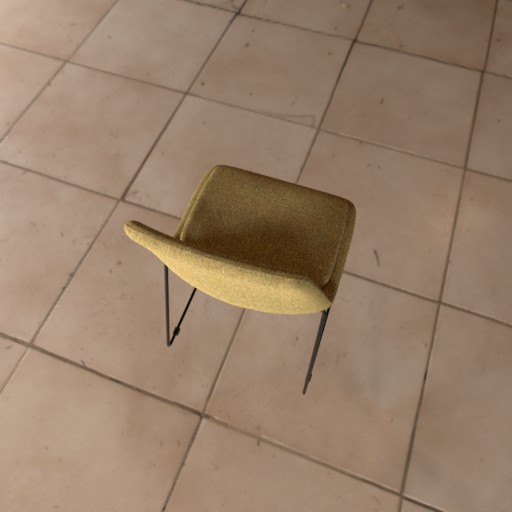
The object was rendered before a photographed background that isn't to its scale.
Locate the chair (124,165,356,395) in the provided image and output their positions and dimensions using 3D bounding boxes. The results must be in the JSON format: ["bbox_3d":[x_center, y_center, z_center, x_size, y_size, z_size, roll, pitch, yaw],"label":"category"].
[{"bbox_3d":[0.000,0.000,1.154,0.479,0.849,0.496,17,63,9],"label":"chair"}]
